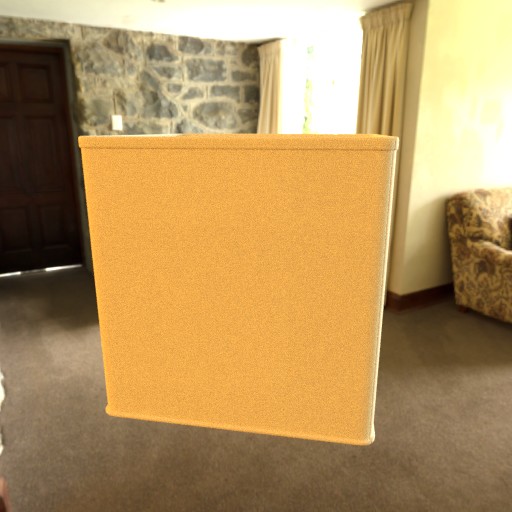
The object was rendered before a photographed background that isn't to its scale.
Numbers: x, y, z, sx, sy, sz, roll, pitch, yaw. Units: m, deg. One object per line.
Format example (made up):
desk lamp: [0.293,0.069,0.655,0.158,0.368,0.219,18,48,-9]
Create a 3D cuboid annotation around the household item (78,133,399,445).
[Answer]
household item: [0.000,0.000,0.578,0.305,0.305,0.305,3,16,10]
